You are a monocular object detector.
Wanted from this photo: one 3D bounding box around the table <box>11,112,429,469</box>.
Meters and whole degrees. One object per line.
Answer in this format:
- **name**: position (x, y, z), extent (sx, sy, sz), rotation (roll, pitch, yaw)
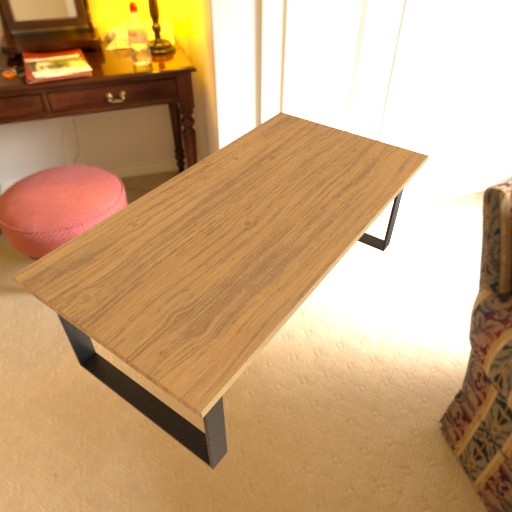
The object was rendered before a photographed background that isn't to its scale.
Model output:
- **table**: position (0.000, 0.000, 1.604), extent (0.693, 0.445, 1.331), rotation (26, 47, 26)
